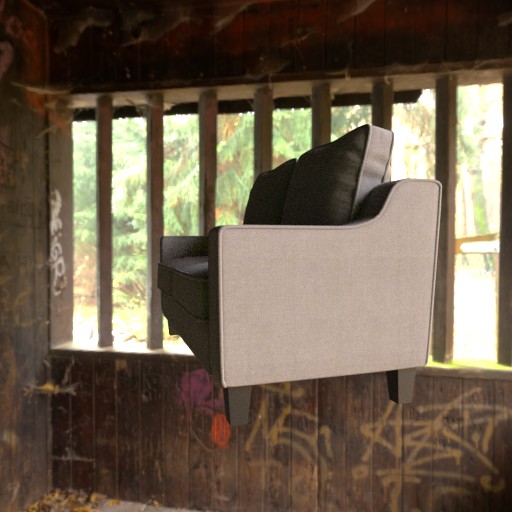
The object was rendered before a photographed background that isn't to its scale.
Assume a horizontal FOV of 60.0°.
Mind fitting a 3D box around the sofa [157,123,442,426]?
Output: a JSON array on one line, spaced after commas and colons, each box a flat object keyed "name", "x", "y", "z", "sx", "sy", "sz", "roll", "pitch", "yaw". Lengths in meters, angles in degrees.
[{"name": "sofa", "x": 0.000, "y": 0.000, "z": 2.035, "sx": 0.791, "sy": 0.948, "sz": 1.500, "roll": 0, "pitch": 1, "yaw": -18}]
